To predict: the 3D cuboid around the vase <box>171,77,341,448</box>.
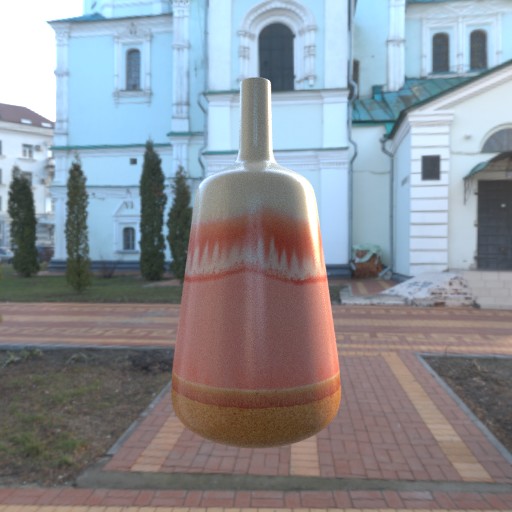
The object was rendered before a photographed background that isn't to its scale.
[{"bbox_3d":[0.000,0.000,0.383,0.144,0.296,0.144,0,1,0],"label":"vase"}]
